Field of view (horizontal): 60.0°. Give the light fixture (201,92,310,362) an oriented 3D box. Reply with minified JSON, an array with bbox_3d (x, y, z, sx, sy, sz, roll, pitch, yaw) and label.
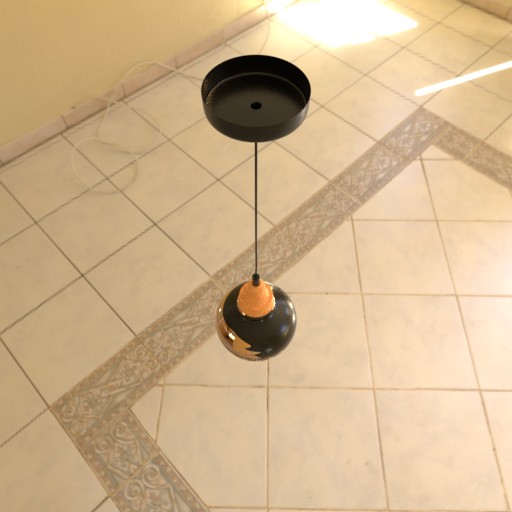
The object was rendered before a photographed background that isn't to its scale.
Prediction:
[{"bbox_3d":[0.000,0.000,1.794,0.430,1.606,0.430,32,64,18],"label":"light fixture"}]
